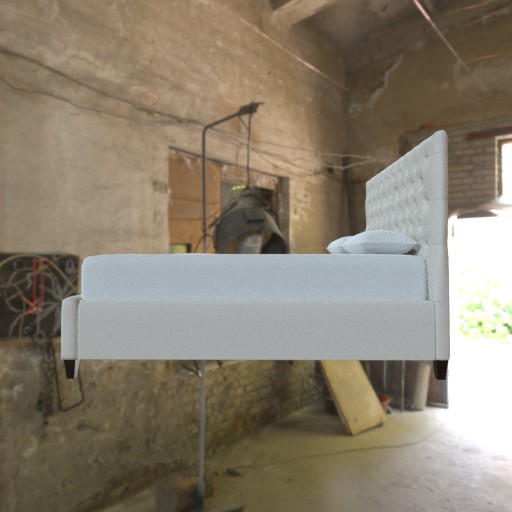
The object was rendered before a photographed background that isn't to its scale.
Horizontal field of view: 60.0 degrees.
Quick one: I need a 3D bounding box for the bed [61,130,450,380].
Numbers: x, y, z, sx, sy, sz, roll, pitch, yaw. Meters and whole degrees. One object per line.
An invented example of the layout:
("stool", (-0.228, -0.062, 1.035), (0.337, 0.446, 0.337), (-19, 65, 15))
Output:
("bed", (0.000, 0.000, 3.358), (2.233, 1.426, 1.696), (0, 0, 0))
